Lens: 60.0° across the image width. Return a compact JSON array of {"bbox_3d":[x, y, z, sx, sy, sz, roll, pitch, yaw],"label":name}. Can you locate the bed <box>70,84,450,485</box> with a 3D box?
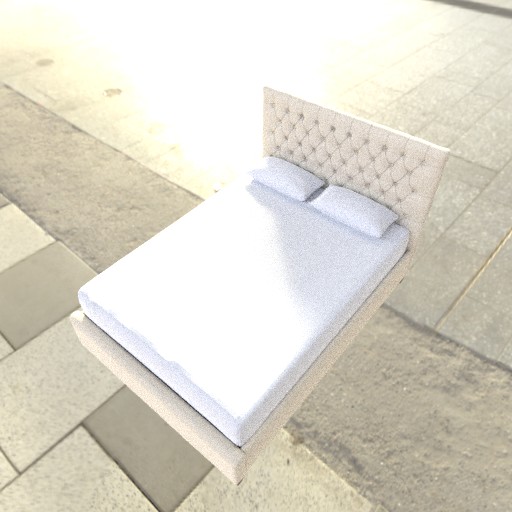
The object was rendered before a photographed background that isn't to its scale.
[{"bbox_3d":[0.000,0.000,3.383,1.698,1.427,2.387,31,53,27],"label":"bed"}]
